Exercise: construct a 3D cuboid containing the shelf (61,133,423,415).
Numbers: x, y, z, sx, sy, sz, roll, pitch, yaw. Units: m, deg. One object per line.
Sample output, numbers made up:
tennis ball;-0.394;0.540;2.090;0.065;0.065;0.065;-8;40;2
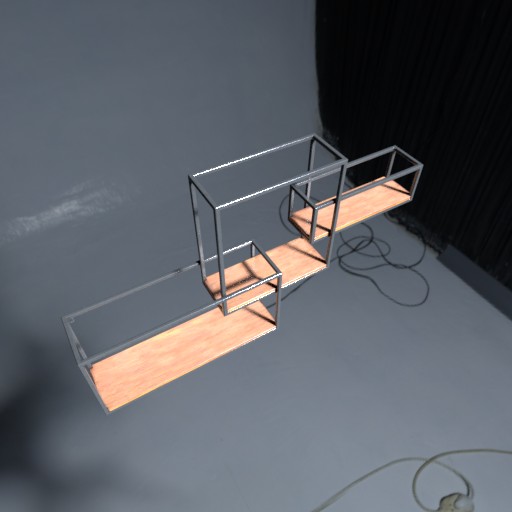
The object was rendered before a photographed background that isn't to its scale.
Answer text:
shelf;0.000;0.000;2.106;1.781;0.972;0.275;-23;51;-20
